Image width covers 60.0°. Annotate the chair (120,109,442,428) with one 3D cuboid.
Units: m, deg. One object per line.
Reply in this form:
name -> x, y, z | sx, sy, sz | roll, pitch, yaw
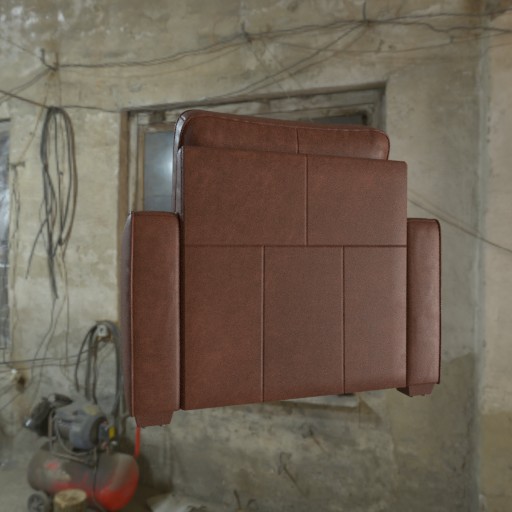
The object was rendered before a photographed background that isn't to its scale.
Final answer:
chair -> 0.000, 0.000, 1.738 | 1.017, 0.919, 0.940 | 0, 1, -17
